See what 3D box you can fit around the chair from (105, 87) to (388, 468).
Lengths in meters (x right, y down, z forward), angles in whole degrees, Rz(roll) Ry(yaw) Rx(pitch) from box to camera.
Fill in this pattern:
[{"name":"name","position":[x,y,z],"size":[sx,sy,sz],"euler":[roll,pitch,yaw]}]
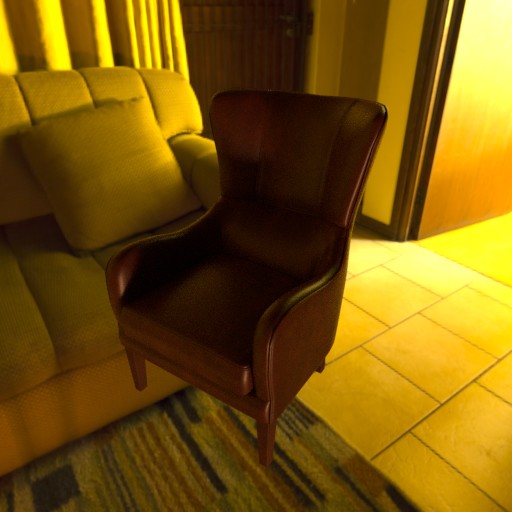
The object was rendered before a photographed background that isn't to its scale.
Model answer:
[{"name":"chair","position":[0.000,0.000,1.642],"size":[0.692,1.048,0.914],"euler":[18,35,29]}]
